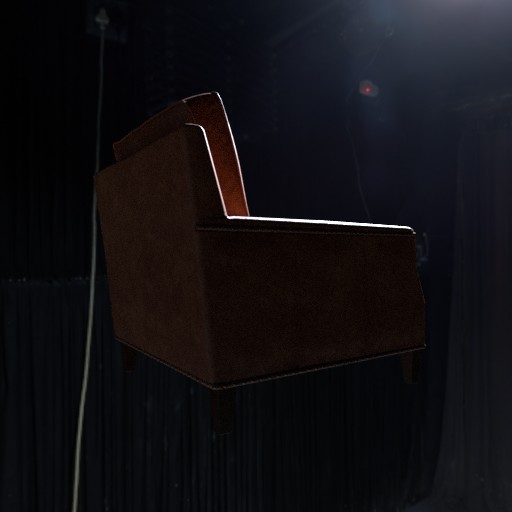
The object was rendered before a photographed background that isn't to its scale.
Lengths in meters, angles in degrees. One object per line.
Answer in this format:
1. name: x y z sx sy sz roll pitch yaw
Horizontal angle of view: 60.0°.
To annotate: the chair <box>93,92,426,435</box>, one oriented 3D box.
1. chair: 0.000 0.000 1.721 1.014 0.943 0.853 0 0 -35
